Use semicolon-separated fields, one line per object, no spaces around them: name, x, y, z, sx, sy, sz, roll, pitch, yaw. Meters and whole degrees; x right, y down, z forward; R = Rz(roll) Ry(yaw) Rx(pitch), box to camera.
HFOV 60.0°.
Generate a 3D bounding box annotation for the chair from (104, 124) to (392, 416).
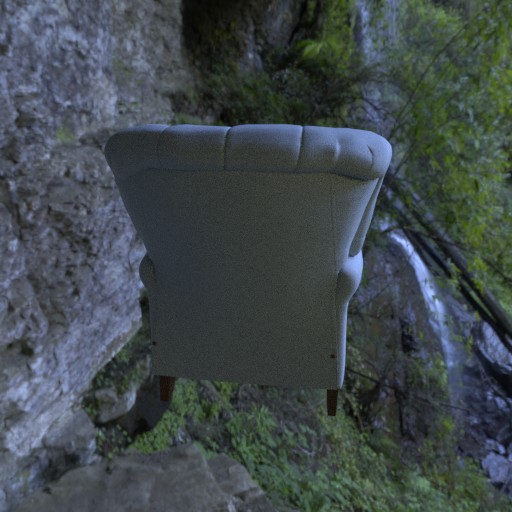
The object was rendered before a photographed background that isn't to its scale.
chair;0.000;0.000;2.125;1.090;1.217;1.128;2;17;8
